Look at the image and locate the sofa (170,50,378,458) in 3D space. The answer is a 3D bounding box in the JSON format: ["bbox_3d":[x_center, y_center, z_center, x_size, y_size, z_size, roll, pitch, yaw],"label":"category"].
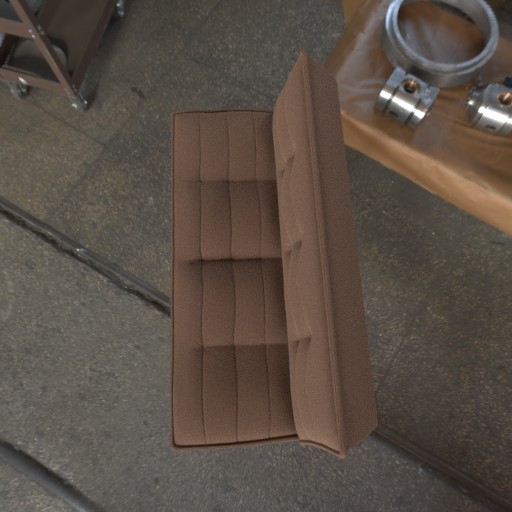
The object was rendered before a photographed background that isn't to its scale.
[{"bbox_3d":[0.000,0.000,2.418,0.950,0.890,1.940,-3,74,-1],"label":"sofa"}]
